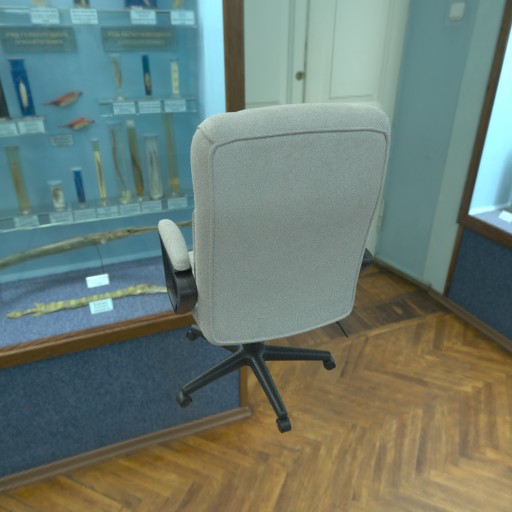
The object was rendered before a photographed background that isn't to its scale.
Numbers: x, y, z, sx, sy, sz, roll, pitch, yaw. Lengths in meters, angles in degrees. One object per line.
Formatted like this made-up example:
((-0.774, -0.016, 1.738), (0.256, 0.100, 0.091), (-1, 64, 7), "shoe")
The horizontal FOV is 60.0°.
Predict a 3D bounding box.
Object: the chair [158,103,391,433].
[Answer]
((0.000, 0.000, 1.561), (0.667, 1.105, 0.724), (-9, 28, -17), "chair")
